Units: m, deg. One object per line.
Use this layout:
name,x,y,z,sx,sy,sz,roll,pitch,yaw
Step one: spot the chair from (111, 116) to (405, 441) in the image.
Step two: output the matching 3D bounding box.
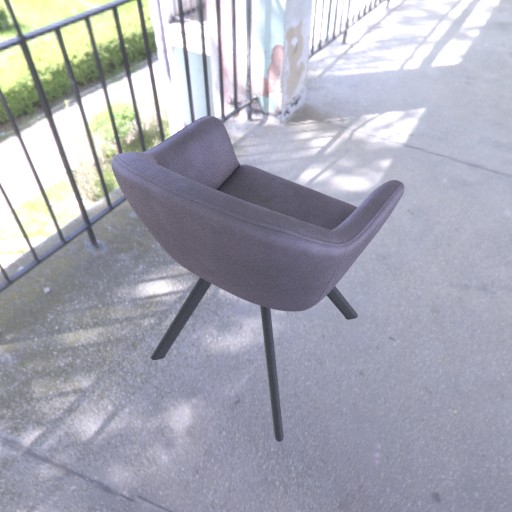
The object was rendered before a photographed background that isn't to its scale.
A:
chair,0.000,0.000,1.160,0.567,0.781,0.544,25,51,22
